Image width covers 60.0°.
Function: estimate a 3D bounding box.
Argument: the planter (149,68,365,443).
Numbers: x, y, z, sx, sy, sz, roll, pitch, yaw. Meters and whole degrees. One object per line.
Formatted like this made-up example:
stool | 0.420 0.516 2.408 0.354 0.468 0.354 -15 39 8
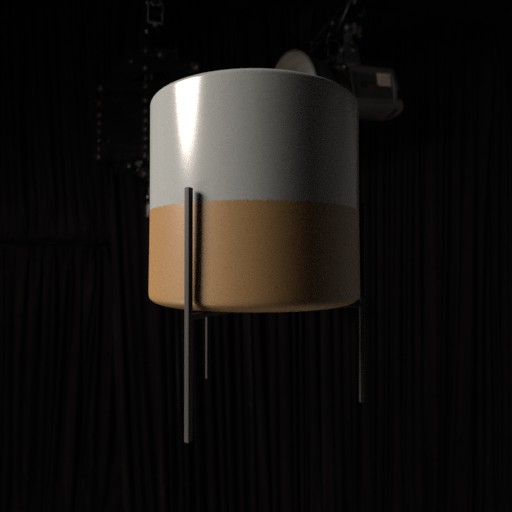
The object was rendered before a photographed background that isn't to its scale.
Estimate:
planter | 0.000 0.000 0.658 0.310 0.432 0.310 0 -1 -16
